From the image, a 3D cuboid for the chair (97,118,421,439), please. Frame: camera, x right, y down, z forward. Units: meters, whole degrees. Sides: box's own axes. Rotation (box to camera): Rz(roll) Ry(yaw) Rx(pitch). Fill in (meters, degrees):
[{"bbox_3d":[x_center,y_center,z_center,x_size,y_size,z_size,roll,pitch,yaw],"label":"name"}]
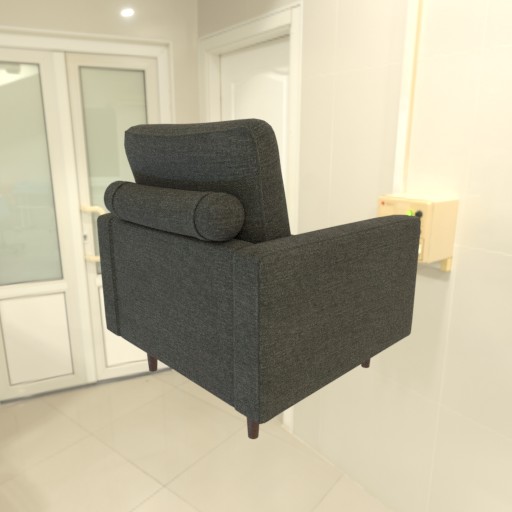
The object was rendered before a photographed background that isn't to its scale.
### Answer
[{"bbox_3d":[0.000,0.000,1.545,0.843,0.880,0.821,-14,20,-43],"label":"chair"}]
